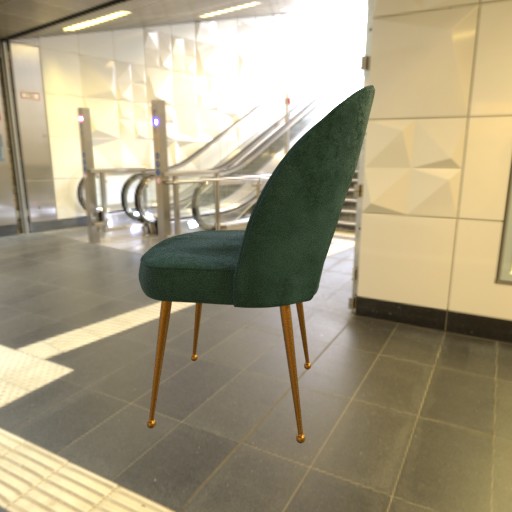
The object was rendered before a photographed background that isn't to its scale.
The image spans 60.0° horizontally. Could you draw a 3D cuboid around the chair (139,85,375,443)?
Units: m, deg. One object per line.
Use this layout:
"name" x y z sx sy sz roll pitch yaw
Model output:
"chair" 0.000 0.000 1.220 0.577 0.860 0.527 2 13 9
